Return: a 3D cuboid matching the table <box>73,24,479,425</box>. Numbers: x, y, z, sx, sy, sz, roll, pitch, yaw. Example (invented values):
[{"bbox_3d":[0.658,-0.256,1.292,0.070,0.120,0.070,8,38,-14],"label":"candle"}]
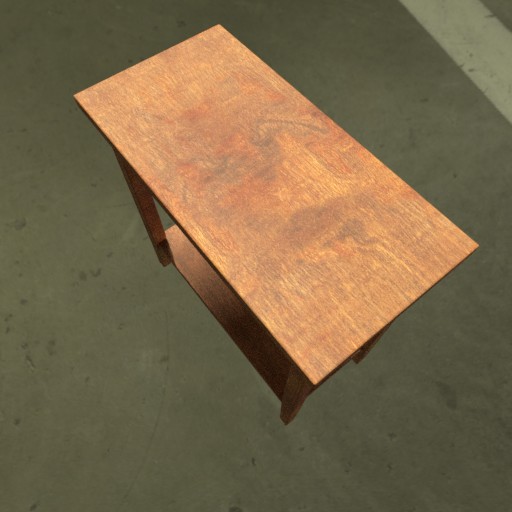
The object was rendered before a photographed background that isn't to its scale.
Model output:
[{"bbox_3d":[0.000,0.000,0.946,0.305,0.610,0.610,-35,67,-17],"label":"table"}]
